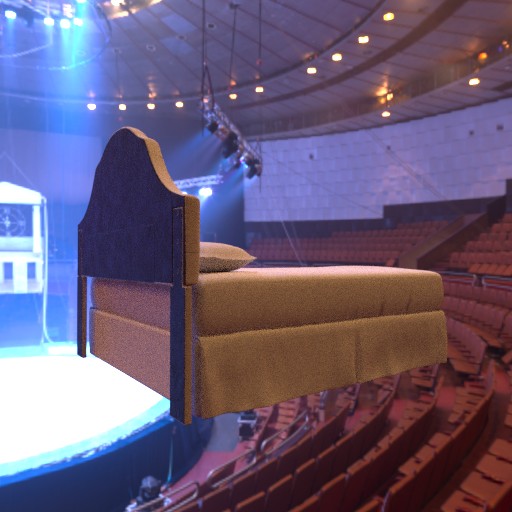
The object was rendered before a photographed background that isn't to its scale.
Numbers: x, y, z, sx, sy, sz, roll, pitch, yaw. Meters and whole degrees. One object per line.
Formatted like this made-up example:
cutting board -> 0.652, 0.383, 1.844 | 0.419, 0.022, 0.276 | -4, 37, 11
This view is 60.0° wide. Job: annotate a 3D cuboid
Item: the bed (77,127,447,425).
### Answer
bed -> 0.000, 0.000, 3.496 | 2.214, 1.615, 2.008 | 1, -1, -36
